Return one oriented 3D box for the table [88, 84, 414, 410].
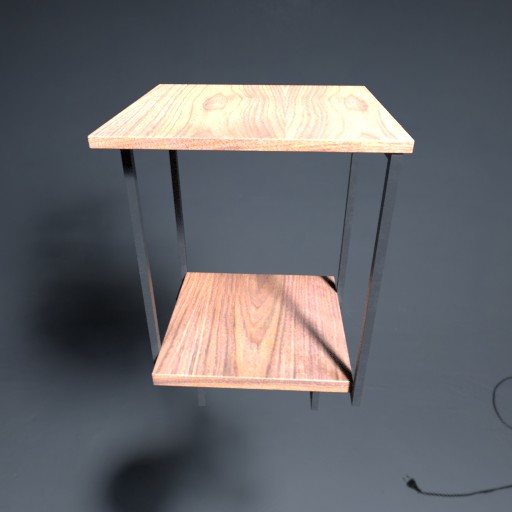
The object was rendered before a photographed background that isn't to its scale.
[{"bbox_3d":[0.000,0.000,0.864,0.411,0.567,0.384,1,30,2],"label":"table"}]
